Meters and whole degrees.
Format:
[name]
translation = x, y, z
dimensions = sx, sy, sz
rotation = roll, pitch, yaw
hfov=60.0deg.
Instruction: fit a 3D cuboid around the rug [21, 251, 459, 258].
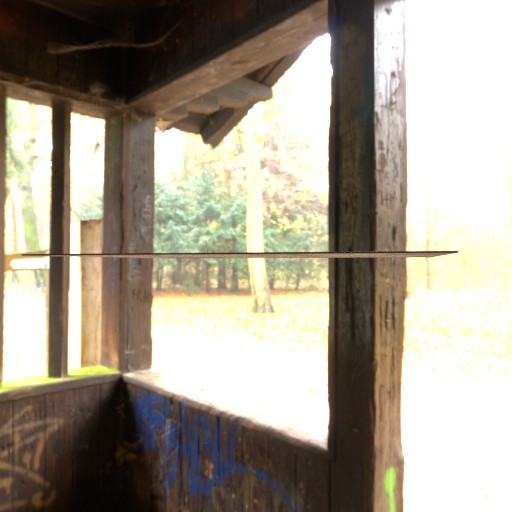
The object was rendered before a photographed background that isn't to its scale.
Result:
[rug]
translation = 0.000, 0.000, 4.272
dimensions = 3.307, 0.013, 2.393
rotation = 0, -1, 18
